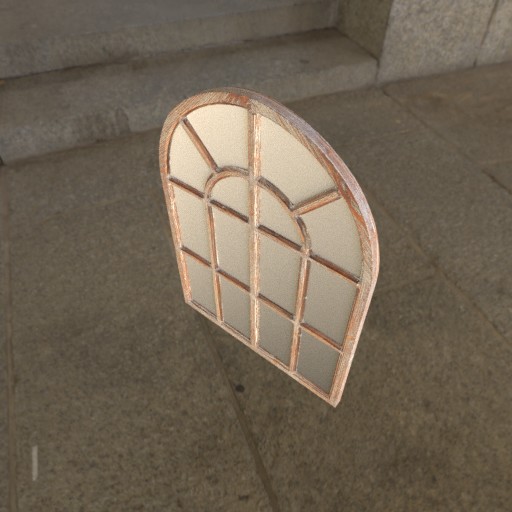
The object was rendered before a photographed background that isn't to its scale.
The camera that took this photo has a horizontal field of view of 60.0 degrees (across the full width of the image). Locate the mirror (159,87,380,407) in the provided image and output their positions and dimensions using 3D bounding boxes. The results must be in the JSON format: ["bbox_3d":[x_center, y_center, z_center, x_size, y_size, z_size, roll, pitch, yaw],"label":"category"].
[{"bbox_3d":[0.000,0.000,1.203,0.660,0.920,0.032,30,54,25],"label":"mirror"}]
